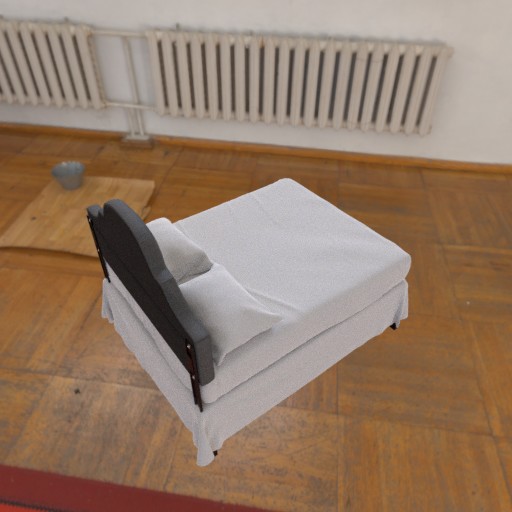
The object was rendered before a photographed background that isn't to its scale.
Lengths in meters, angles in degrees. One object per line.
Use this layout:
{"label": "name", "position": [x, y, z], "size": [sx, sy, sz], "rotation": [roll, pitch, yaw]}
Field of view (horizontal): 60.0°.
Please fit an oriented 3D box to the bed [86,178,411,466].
{"label": "bed", "position": [0.000, 0.000, 3.498], "size": [2.222, 1.634, 1.780], "rotation": [-26, 47, -27]}
